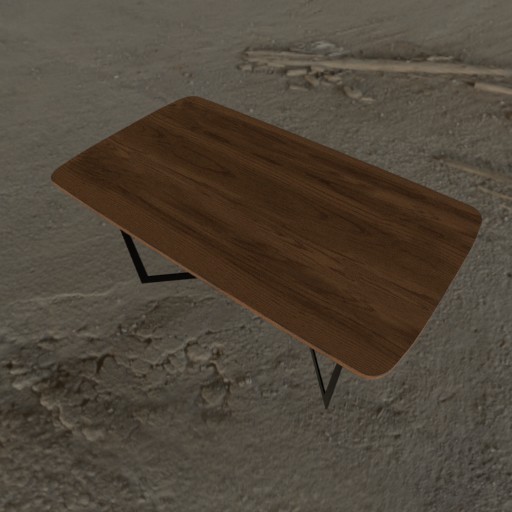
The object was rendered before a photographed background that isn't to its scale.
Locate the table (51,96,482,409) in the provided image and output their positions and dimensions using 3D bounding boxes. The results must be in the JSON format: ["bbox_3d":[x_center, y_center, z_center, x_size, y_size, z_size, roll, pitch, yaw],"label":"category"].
[{"bbox_3d":[0.000,0.000,2.121,1.643,0.765,0.949,29,54,24],"label":"table"}]
